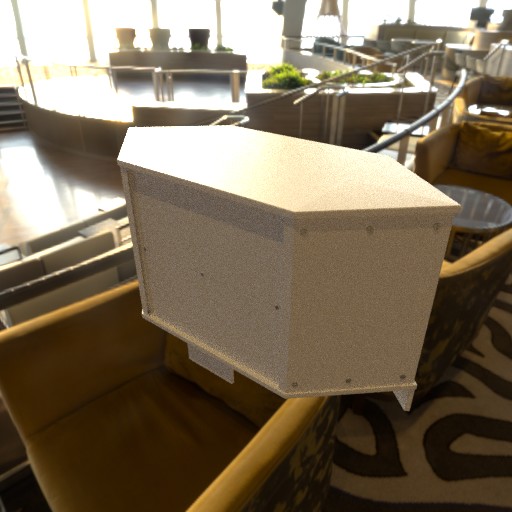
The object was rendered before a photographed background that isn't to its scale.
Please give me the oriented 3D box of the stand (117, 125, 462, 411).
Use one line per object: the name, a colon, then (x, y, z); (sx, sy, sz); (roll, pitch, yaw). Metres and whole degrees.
stand: (0.000, 0.000, 1.351); (1.072, 0.614, 0.477); (21, 36, 32)
